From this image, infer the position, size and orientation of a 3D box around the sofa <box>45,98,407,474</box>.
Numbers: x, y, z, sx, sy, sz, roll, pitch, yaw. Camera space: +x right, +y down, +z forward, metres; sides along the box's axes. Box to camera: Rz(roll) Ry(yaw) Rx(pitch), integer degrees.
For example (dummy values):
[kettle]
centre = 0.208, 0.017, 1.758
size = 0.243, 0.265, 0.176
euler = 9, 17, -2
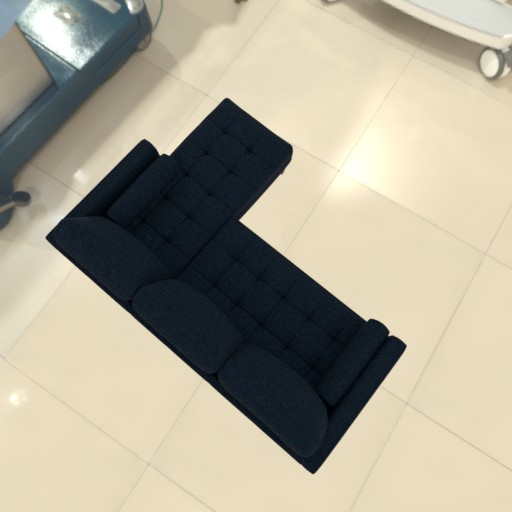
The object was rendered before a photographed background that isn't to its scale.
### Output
[sofa]
centre = 0.000, 0.000, 2.941
size = 2.185, 0.841, 1.613
euler = 39, 78, 9
